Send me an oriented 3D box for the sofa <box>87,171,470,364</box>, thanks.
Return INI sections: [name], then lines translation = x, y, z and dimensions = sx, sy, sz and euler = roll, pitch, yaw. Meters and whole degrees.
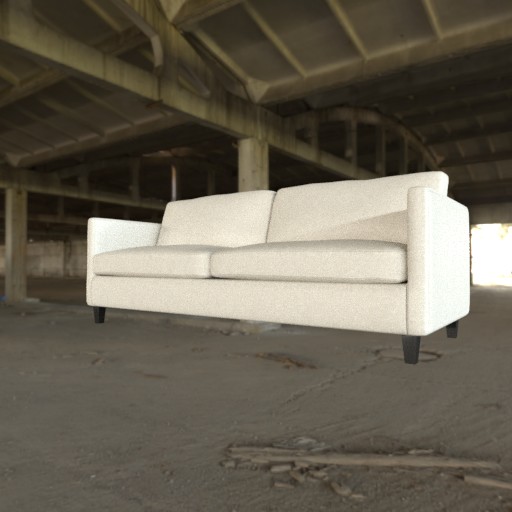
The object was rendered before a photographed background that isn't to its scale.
[sofa]
translation = 0.000, 0.000, 2.919
dimensions = 2.434, 0.965, 0.948
euler = -1, -1, 35
